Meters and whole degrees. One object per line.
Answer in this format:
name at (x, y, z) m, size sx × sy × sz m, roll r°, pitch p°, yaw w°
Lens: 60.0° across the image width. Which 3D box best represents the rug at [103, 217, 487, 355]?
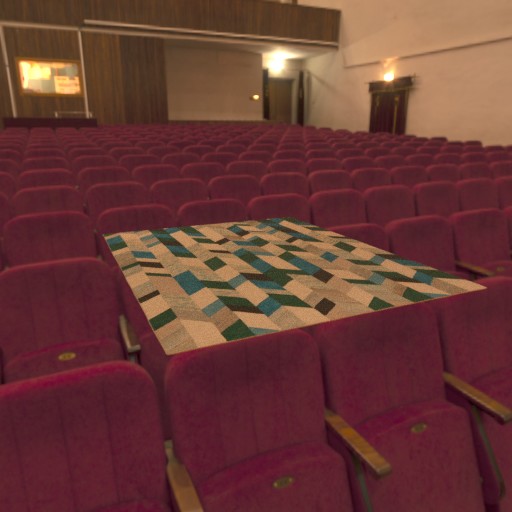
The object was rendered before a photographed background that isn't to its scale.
rug at (0.000, 0.000, 4.157) m, size 2.440 × 0.008 × 3.036 m, roll -7°, pitch 18°, yaw -24°
